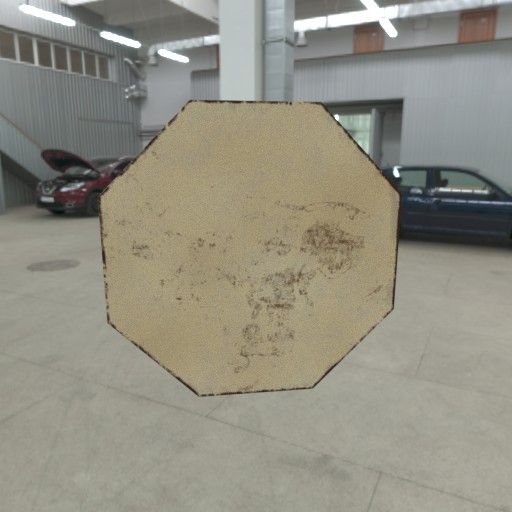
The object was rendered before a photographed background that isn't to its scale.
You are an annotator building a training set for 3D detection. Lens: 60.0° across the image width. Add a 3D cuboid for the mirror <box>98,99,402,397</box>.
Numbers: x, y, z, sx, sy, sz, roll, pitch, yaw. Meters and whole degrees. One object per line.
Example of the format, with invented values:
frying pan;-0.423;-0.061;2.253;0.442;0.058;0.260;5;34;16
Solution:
mirror;0.000;0.000;0.978;0.648;0.648;0.031;-2;13;-8
